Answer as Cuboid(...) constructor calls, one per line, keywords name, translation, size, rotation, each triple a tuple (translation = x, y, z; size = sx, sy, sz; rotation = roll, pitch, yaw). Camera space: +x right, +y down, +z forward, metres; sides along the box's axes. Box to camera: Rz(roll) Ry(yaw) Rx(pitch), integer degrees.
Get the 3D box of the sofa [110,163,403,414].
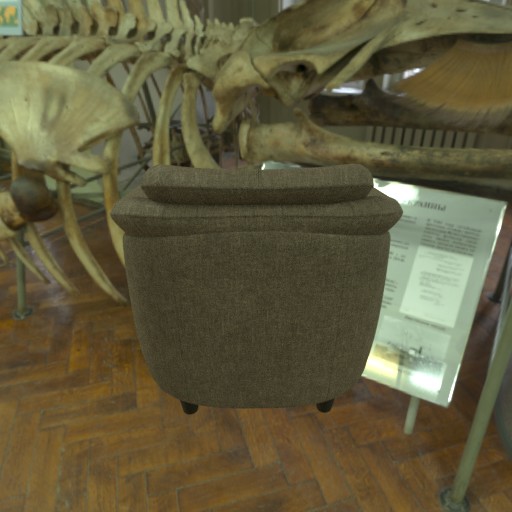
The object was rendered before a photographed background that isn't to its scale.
Cuboid(name="sofa", translation=(0.000, 0.000, 1.474), size=(0.870, 0.811, 0.794), rotation=(0, 29, -1))
